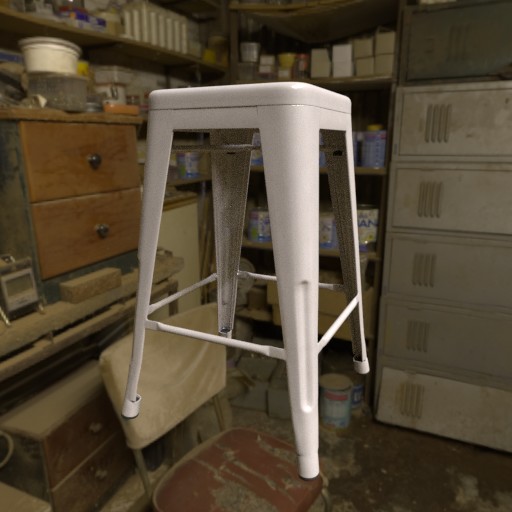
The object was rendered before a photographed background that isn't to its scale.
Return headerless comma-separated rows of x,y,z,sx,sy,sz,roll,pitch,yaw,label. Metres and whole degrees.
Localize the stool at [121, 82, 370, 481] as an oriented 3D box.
0.000,0.000,0.885,0.406,0.610,0.406,7,16,25,stool
